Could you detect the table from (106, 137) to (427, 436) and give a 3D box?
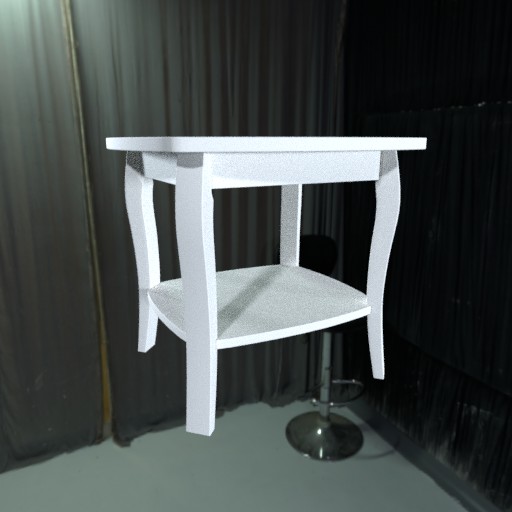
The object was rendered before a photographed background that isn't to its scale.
[{"bbox_3d":[0.000,0.000,0.849,0.502,0.438,0.451,-8,16,-27],"label":"table"}]
